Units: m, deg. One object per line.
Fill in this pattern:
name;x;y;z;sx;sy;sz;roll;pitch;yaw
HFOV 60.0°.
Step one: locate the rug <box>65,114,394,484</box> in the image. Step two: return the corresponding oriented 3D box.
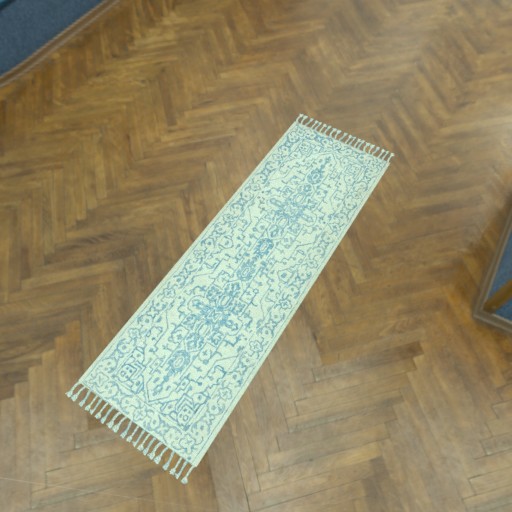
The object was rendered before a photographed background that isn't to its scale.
rug;0.000;0.000;2.691;0.774;0.011;2.449;29;64;16
